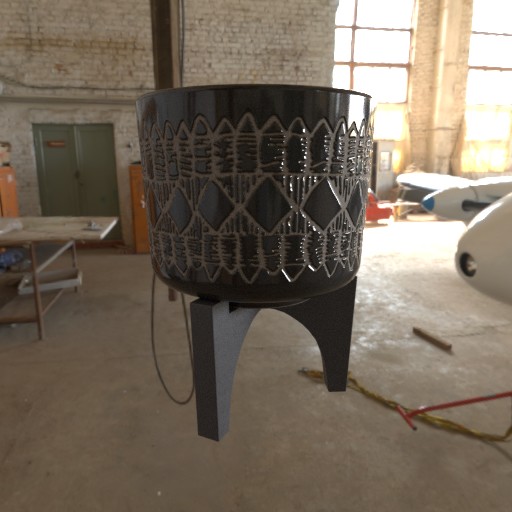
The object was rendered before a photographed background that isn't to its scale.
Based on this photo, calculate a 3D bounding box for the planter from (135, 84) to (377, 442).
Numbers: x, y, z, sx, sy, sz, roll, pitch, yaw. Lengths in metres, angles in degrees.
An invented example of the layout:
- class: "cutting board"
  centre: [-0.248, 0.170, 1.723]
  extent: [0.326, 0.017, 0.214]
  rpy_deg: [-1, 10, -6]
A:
- class: "planter"
  centre: [0.000, 0.000, 0.399]
  extent: [0.196, 0.264, 0.196]
  rpy_deg: [6, 14, 26]
